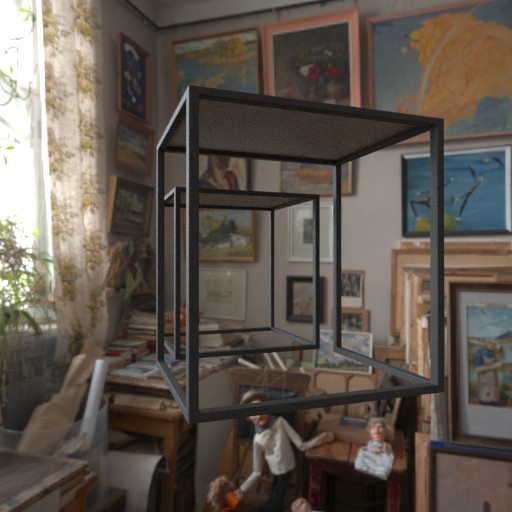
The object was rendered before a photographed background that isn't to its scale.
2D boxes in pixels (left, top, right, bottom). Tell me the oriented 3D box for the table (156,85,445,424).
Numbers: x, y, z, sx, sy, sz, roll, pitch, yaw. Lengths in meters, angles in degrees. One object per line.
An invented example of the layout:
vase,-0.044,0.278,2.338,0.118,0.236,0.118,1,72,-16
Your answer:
table,0.000,0.000,1.160,0.508,0.540,0.788,0,0,-20
